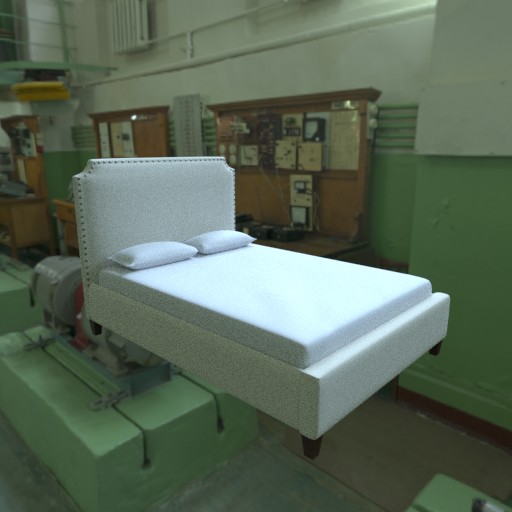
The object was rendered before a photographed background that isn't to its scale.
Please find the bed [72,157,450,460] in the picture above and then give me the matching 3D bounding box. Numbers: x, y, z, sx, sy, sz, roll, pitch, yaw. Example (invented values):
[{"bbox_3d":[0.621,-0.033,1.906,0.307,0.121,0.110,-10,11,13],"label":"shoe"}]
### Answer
[{"bbox_3d":[0.000,0.000,3.396,2.372,1.443,1.712,13,18,42],"label":"bed"}]
